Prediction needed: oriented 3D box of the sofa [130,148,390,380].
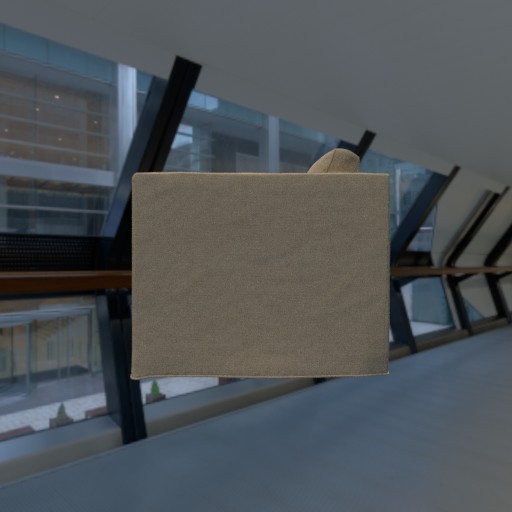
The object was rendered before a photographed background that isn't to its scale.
[{"bbox_3d":[0.000,0.000,2.698,0.962,0.853,2.312,0,0,0],"label":"sofa"}]
